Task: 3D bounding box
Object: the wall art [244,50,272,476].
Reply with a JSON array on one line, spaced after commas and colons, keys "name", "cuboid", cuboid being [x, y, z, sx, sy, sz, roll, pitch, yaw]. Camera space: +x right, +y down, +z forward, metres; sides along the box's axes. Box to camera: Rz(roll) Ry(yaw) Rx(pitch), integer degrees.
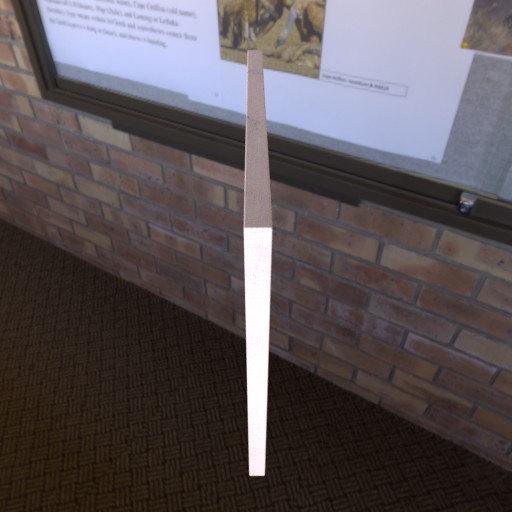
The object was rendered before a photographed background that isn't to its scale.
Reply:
[{"name": "wall art", "cuboid": [0.000, 0.000, 1.119, 0.038, 0.762, 0.762, 0, 41, 0]}]
